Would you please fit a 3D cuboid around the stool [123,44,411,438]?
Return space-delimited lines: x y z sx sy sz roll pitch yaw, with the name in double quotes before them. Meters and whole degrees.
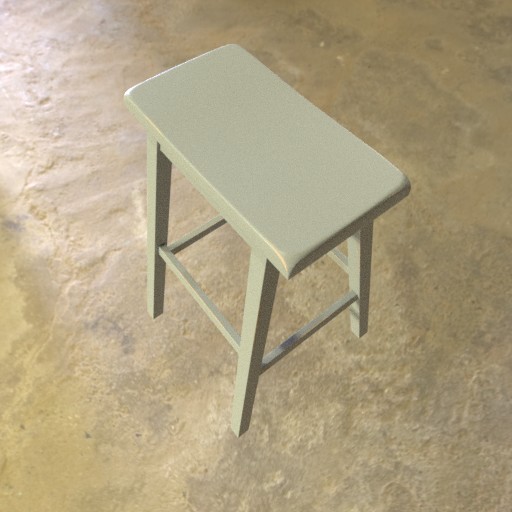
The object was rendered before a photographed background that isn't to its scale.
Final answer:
"stool" 0.000 0.000 1.012 0.476 0.737 0.457 -34 64 -19
